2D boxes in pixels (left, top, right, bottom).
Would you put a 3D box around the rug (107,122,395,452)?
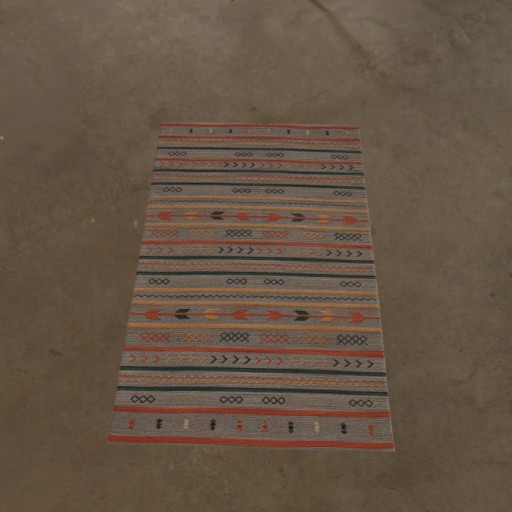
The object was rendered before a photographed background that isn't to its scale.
[{"bbox_3d":[0.000,0.000,2.295,1.220,0.017,1.835,1,62,1],"label":"rug"}]
